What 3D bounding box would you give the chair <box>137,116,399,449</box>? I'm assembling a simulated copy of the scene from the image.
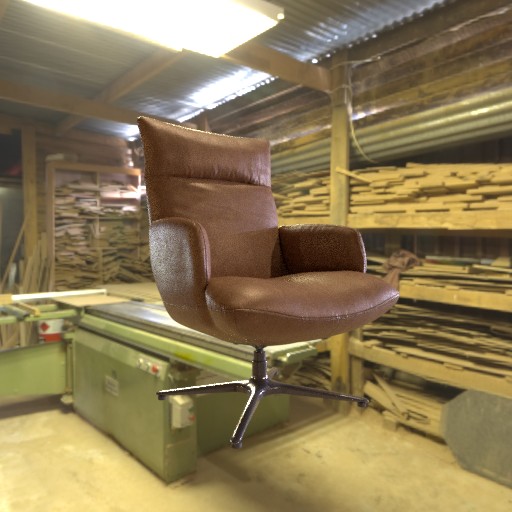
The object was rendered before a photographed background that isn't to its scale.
[{"bbox_3d":[0.000,0.000,1.563,0.711,1.027,0.794,-1,1,-37],"label":"chair"}]
